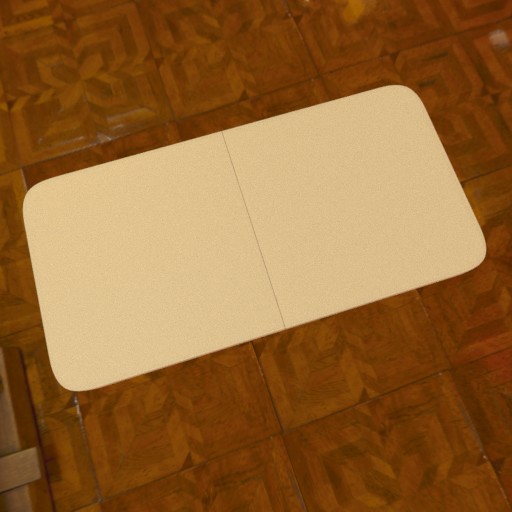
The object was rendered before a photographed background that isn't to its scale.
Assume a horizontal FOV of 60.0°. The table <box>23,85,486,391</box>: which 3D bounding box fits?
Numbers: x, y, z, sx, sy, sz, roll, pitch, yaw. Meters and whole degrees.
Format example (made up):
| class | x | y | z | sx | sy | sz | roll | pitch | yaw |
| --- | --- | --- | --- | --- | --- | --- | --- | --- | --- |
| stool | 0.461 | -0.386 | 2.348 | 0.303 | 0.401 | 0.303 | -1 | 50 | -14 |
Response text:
| class | x | y | z | sx | sy | sz | roll | pitch | yaw |
| --- | --- | --- | --- | --- | --- | --- | --- | --- | --- |
| table | 0.000 | 0.000 | 1.599 | 1.245 | 0.737 | 0.611 | -17 | 76 | -4 |
